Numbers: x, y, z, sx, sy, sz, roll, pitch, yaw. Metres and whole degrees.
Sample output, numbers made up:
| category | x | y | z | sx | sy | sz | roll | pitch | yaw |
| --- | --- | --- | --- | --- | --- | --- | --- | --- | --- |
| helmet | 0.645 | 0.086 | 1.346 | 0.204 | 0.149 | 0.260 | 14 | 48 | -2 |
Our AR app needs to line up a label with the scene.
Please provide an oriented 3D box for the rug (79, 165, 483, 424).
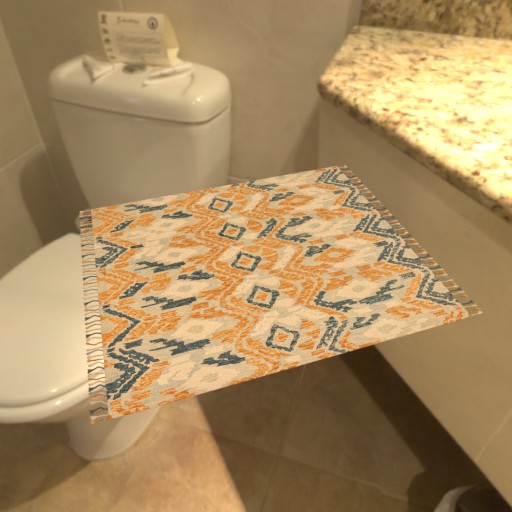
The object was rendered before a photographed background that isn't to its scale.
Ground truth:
| category | x | y | z | sx | sy | sz | roll | pitch | yaw |
| --- | --- | --- | --- | --- | --- | --- | --- | --- | --- |
| rug | 0.000 | 0.000 | 4.064 | 3.048 | 0.010 | 2.439 | -12 | 43 | -13 |
